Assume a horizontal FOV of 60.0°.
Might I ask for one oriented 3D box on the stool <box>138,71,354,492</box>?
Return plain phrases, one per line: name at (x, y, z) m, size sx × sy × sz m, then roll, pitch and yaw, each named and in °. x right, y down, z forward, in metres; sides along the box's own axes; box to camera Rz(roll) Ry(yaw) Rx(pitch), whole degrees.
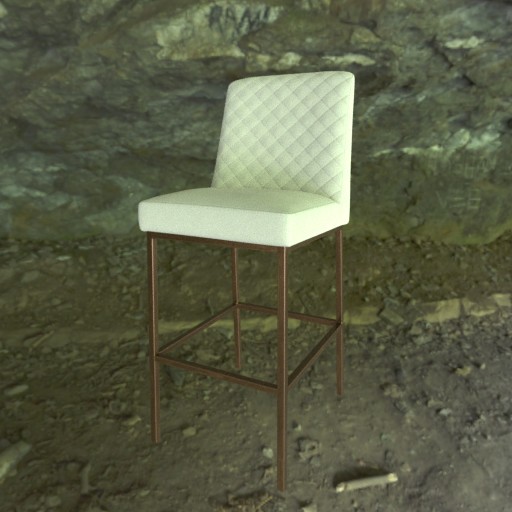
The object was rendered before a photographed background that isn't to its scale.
stool at (0.000, 0.000, 1.335) m, size 0.462 × 1.084 × 0.546 m, roll 7°, pitch 16°, yaw 27°
